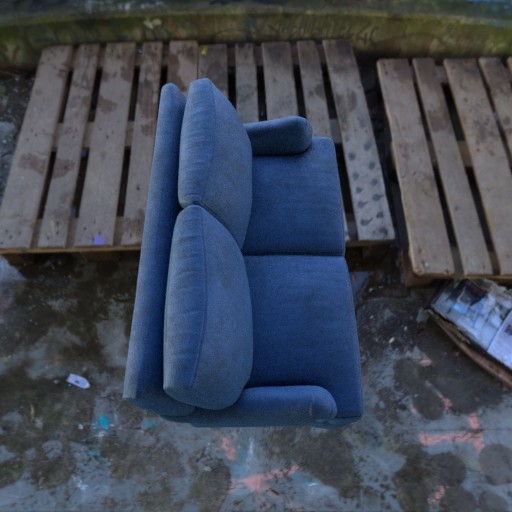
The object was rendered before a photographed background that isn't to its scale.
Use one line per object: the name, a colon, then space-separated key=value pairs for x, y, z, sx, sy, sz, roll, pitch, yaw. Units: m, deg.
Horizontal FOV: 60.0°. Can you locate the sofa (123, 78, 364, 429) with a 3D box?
sofa: x=0.000 y=0.000 z=2.563 sx=1.084 sy=1.101 sz=1.853 roll=0 pitch=63 yaw=0
